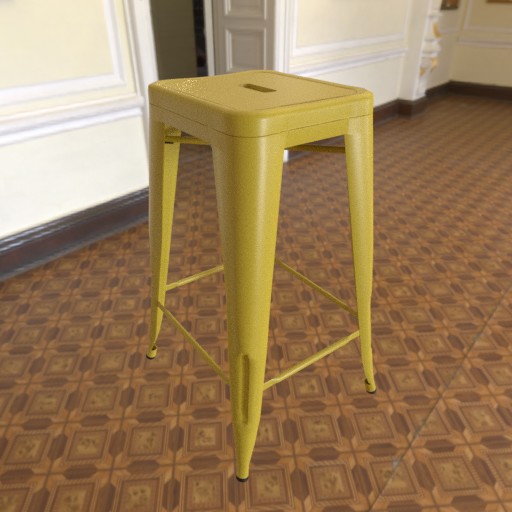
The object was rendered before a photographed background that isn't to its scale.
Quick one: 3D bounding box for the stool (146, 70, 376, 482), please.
[{"bbox_3d":[0.000,0.000,0.838,0.359,0.609,0.399,-21,36,-31],"label":"stool"}]
